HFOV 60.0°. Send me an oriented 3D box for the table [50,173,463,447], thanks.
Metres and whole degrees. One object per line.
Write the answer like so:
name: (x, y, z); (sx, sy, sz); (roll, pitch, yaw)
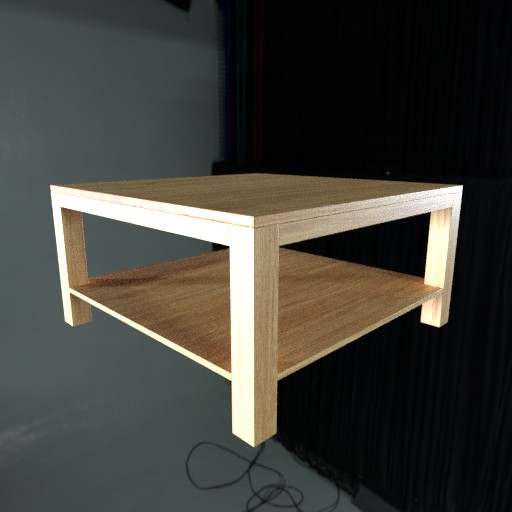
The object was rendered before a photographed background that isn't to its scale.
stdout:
table: (0.000, 0.000, 1.421); (0.900, 0.450, 0.900); (-13, 19, -43)
